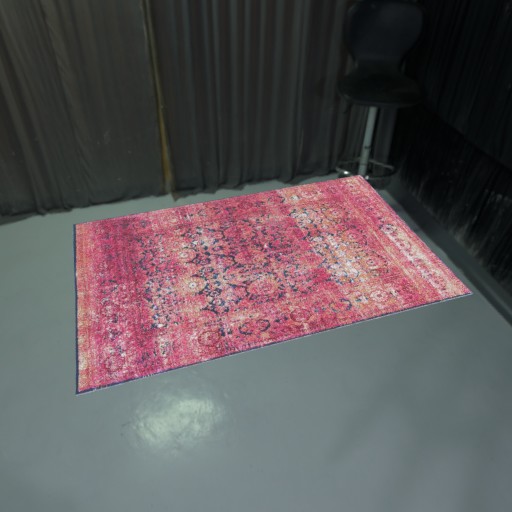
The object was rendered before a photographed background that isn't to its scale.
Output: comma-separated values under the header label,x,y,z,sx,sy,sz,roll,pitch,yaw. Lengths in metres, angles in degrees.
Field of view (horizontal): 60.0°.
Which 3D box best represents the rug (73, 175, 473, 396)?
label,x,y,z,sx,sy,sz,roll,pitch,yaw
rug,0.000,0.000,3.112,2.449,0.018,1.539,-12,42,-13
